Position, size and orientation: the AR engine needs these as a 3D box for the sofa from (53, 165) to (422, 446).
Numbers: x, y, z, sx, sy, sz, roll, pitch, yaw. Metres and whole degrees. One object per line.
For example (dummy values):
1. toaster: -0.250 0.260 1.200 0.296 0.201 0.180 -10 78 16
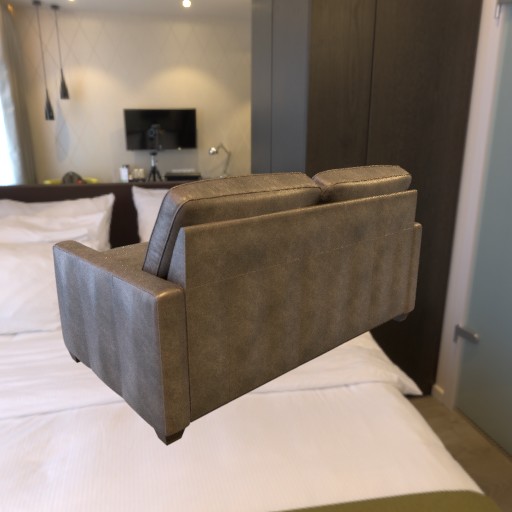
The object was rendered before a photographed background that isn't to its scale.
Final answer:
1. sofa: 0.000 0.000 2.292 1.732 0.916 0.939 -14 20 -41
